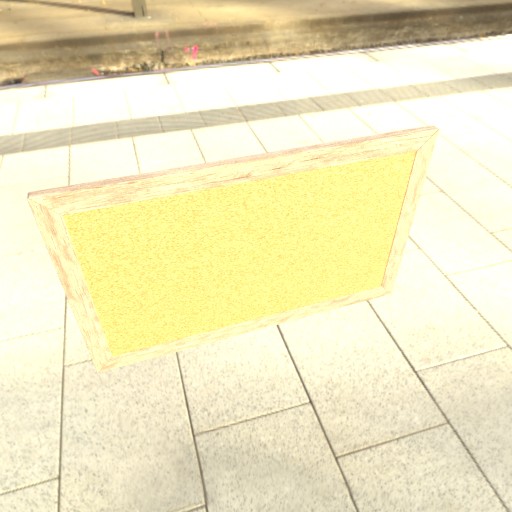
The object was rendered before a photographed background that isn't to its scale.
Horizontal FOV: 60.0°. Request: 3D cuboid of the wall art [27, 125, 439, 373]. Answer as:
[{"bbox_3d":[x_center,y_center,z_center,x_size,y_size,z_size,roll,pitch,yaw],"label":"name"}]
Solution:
[{"bbox_3d":[0.000,0.000,0.967,0.780,0.480,0.021,-13,43,-14],"label":"wall art"}]
